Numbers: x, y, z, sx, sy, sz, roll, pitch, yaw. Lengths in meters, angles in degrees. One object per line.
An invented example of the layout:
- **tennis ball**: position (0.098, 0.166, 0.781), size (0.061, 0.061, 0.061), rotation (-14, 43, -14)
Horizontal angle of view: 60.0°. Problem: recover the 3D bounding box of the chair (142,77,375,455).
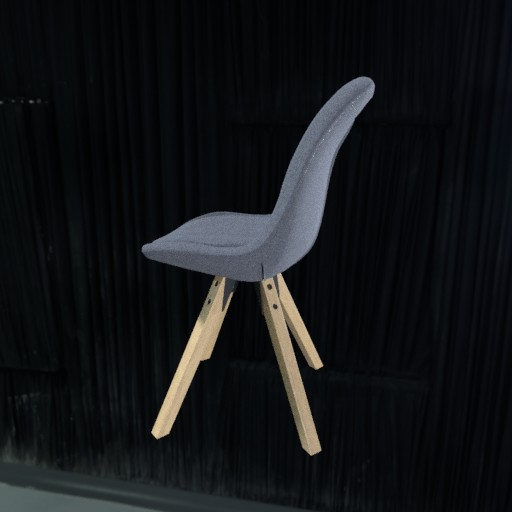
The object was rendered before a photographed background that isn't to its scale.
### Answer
- **chair**: position (0.000, 0.000, 1.180), size (0.550, 0.850, 0.485), rotation (2, 15, 9)
